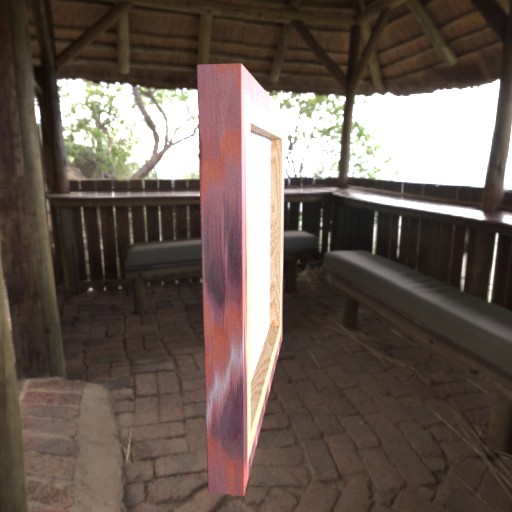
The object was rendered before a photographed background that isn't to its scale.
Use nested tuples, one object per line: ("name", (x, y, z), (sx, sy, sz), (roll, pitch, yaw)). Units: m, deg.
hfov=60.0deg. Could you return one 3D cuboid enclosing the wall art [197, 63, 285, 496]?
("wall art", (0.000, 0.000, 0.598), (0.038, 0.406, 0.403), (2, 12, 9))
